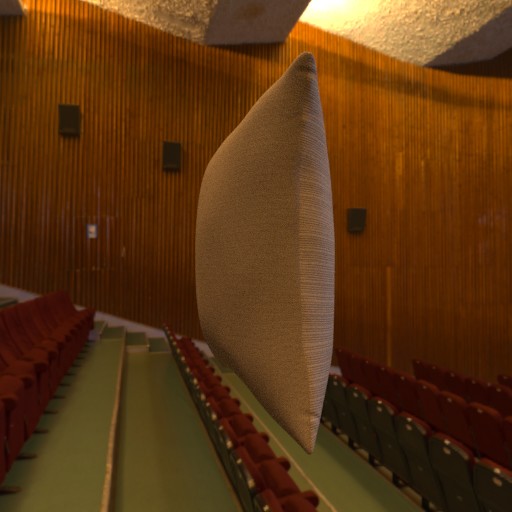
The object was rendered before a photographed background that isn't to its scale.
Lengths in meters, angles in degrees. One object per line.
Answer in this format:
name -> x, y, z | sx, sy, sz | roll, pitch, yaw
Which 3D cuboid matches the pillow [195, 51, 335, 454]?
pillow -> 0.000, 0.000, 0.784 | 0.204, 0.497, 0.512 | 0, -1, -16
